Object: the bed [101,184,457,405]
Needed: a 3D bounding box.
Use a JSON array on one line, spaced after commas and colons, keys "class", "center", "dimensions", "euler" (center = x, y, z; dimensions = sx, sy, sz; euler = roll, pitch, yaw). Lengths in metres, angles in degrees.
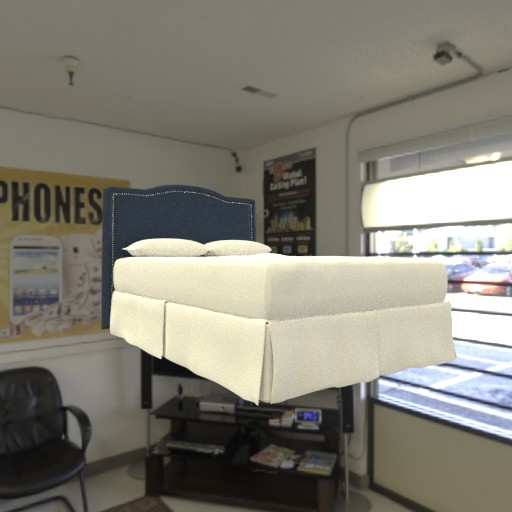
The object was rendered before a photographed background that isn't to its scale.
[{"class": "bed", "center": [0.000, 0.000, 3.576], "dimensions": [1.741, 1.441, 2.507], "euler": [0, 0, -36]}]
